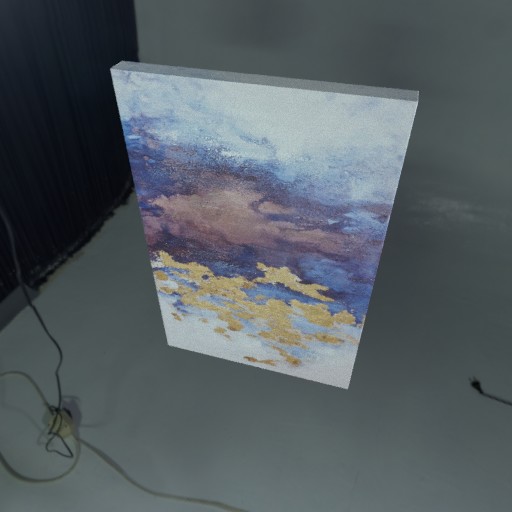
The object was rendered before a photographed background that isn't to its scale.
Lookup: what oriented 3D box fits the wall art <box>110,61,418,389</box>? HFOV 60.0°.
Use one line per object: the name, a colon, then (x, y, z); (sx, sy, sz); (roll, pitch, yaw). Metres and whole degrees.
wall art: (0.000, 0.000, 1.113); (0.583, 0.874, 0.048); (11, 42, 12)
